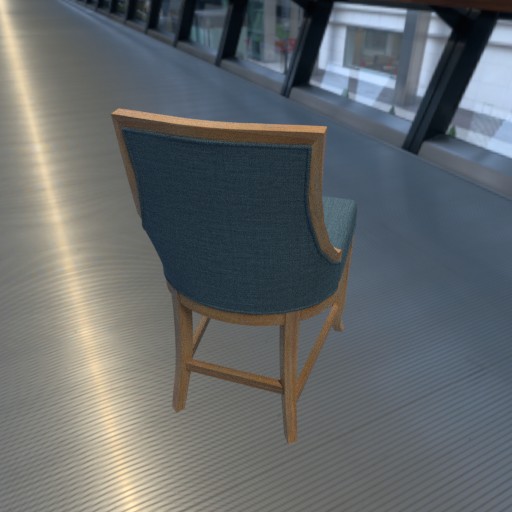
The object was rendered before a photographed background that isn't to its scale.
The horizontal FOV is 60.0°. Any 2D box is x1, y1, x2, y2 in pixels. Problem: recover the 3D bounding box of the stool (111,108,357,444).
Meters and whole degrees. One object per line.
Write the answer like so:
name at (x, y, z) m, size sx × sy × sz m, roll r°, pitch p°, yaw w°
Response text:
stool at (0.000, 0.000, 1.311) m, size 0.524 × 0.938 × 0.626 m, roll 10°, pitch 33°, yaw 15°
